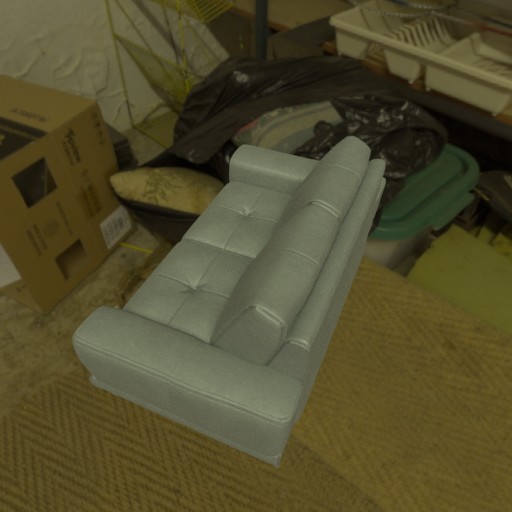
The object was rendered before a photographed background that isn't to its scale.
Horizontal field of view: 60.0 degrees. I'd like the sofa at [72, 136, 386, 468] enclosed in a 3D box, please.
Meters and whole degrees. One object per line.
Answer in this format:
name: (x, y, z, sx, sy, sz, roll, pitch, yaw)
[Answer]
sofa: (0.000, 0.000, 2.392, 1.018, 0.907, 1.806, 17, 47, 17)
